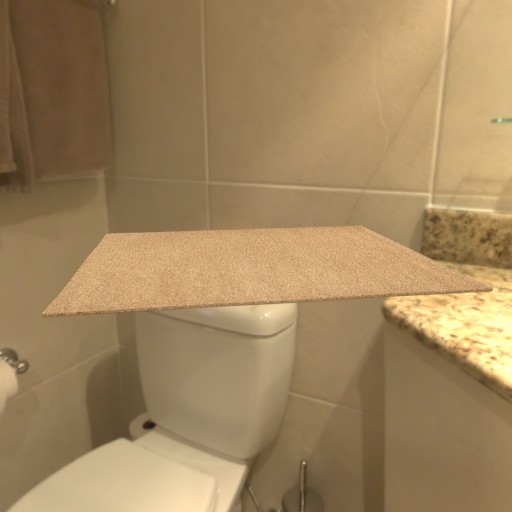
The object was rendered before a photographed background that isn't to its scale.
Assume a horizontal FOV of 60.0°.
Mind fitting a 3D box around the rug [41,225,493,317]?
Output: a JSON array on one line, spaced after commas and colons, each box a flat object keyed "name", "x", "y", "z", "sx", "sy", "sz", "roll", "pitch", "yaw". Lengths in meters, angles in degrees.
[{"name": "rug", "x": 0.000, "y": 0.000, "z": 4.041, "sx": 3.000, "sy": 0.026, "sz": 2.400, "roll": -2, "pitch": 15, "yaw": -9}]
